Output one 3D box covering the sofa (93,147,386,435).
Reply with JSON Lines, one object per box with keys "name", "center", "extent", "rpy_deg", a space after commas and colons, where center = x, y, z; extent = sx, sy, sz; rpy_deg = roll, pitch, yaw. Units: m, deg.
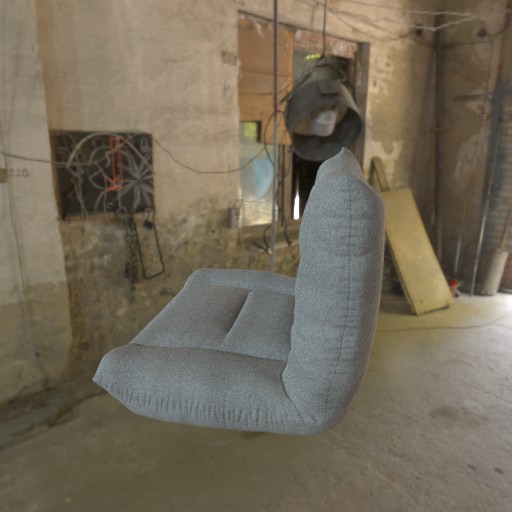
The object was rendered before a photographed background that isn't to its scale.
{"name": "sofa", "center": [0.000, 0.000, 1.705], "extent": [0.847, 0.795, 1.144], "rpy_deg": [2, 15, 9]}
